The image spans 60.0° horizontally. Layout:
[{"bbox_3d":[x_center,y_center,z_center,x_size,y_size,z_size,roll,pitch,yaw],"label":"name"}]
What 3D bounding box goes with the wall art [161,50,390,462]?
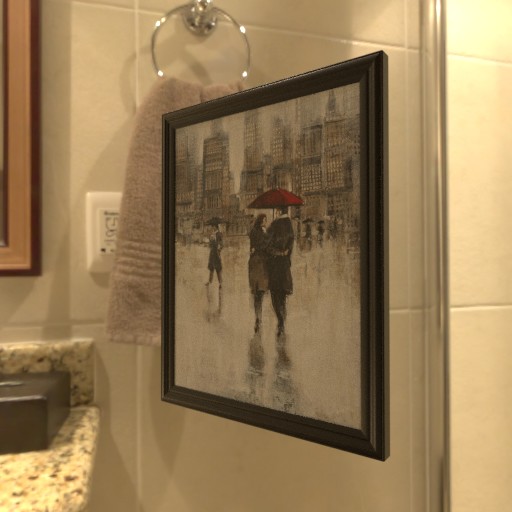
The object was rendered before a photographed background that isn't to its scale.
[{"bbox_3d":[0.000,0.000,1.581,0.950,1.194,0.053,-1,-1,36],"label":"wall art"}]
